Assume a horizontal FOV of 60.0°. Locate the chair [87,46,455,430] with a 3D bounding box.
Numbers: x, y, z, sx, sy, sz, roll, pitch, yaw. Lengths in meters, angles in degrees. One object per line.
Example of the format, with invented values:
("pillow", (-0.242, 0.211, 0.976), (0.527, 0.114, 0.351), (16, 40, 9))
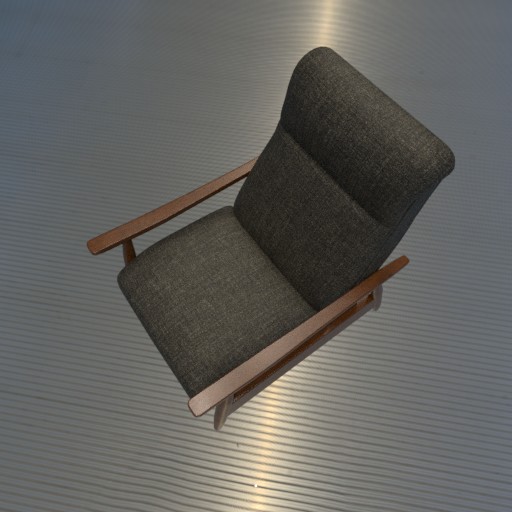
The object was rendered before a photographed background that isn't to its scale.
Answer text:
("chair", (0.000, 0.000, 1.709), (1.014, 1.082, 0.762), (-33, 67, -16))
